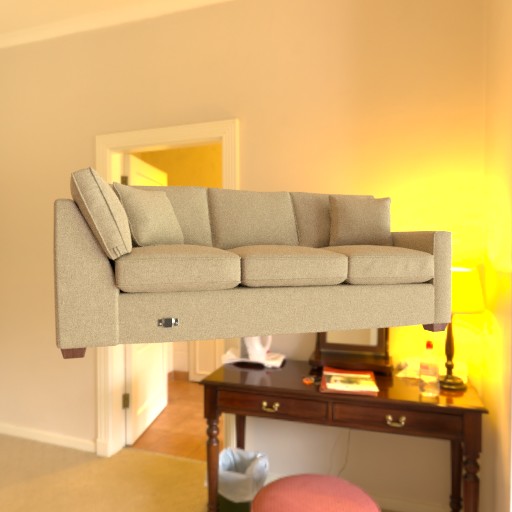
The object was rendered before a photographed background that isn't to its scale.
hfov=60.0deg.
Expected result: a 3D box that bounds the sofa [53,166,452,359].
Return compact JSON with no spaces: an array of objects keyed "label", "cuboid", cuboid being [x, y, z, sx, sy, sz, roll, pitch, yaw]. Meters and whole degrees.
[{"label":"sofa","cuboid":[0.000,0.000,2.876,2.317,0.962,1.061,0,1,-19]}]
